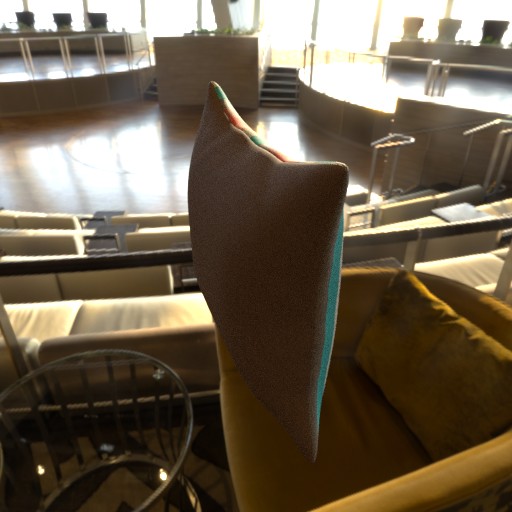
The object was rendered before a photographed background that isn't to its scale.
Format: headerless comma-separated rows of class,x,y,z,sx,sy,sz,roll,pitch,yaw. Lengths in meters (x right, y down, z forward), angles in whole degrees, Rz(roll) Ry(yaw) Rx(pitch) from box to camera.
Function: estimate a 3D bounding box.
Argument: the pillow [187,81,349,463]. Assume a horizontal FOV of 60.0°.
pillow,0.000,0.000,0.690,0.168,0.443,0.453,-11,33,-17
